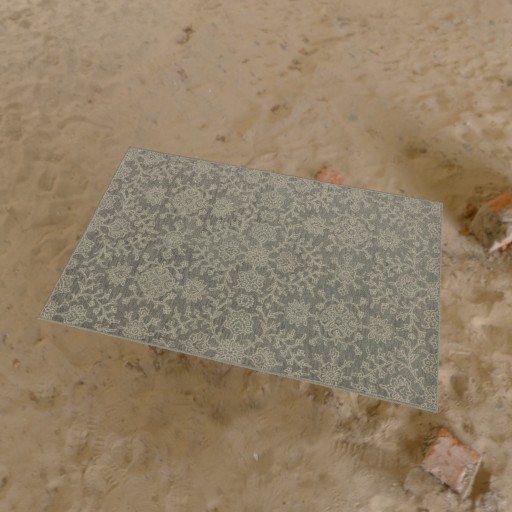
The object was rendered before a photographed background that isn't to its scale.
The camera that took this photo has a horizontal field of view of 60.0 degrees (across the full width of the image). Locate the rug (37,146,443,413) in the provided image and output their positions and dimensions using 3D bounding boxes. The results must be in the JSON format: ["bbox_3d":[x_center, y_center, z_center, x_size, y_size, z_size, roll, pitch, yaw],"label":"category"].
[{"bbox_3d":[0.000,0.000,2.987,2.430,0.010,1.515,12,59,7],"label":"rug"}]
